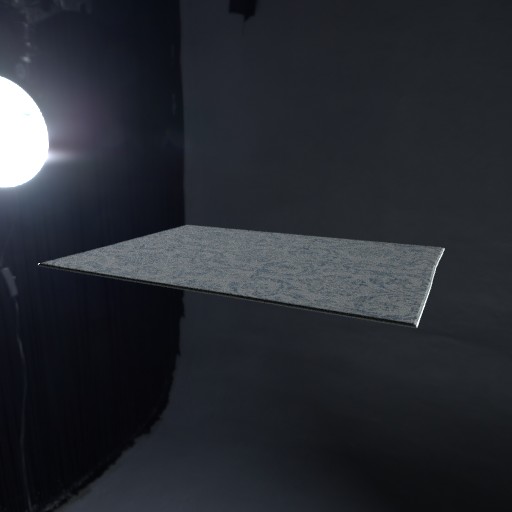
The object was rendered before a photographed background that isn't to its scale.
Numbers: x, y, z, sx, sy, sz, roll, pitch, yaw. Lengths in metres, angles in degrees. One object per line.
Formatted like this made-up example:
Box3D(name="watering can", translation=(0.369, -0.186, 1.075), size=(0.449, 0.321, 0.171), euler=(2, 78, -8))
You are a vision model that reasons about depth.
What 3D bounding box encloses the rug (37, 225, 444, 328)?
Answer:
Box3D(name="rug", translation=(0.000, 0.000, 2.918), size=(2.197, 0.014, 1.586), euler=(7, 15, 25))
